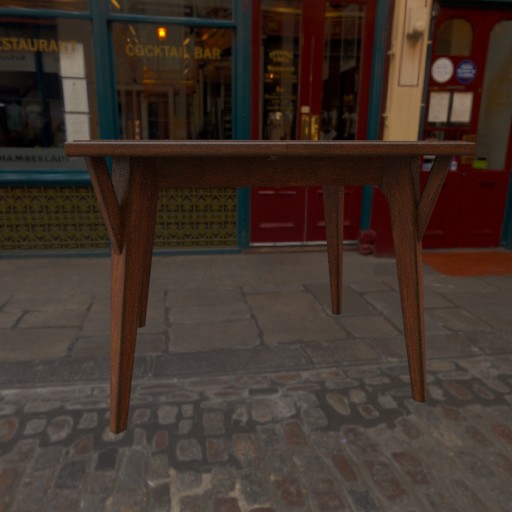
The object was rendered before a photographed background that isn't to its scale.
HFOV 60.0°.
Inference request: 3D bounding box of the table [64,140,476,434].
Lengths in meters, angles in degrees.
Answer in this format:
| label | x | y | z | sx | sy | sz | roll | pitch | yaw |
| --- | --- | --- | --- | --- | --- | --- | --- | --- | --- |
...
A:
| label | x | y | z | sx | sy | sz | roll | pitch | yaw |
| --- | --- | --- | --- | --- | --- | --- | --- | --- | --- |
| table | 0.000 | 0.000 | 1.534 | 0.991 | 0.761 | 0.838 | -2 | 14 | -10 |
